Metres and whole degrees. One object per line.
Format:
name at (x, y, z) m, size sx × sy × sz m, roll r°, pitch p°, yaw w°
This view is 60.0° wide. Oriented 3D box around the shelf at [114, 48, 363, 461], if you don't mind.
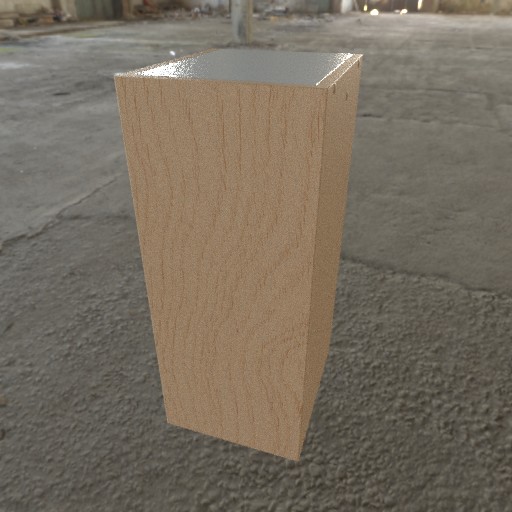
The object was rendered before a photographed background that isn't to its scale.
shelf at (0.000, 0.000, 0.747) m, size 0.250 × 0.600 × 0.290 m, roll 10°, pitch 32°, yaw 16°
